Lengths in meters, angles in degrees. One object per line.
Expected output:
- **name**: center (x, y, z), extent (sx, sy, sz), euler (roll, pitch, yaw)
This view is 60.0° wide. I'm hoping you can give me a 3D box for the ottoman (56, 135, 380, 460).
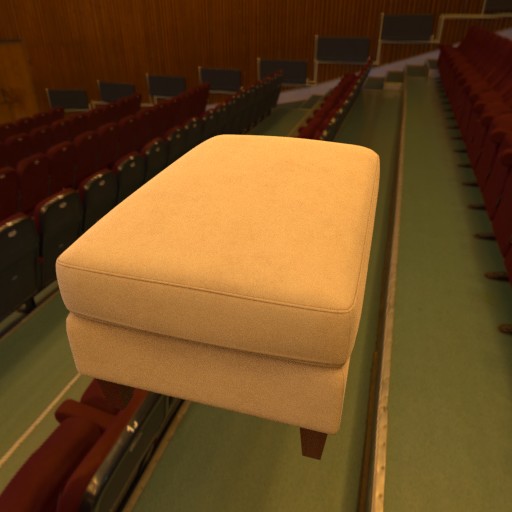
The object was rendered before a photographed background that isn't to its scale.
- **ottoman**: center (0.000, 0.000, 1.194), extent (0.584, 0.483, 0.864), euler (9, 32, 14)
